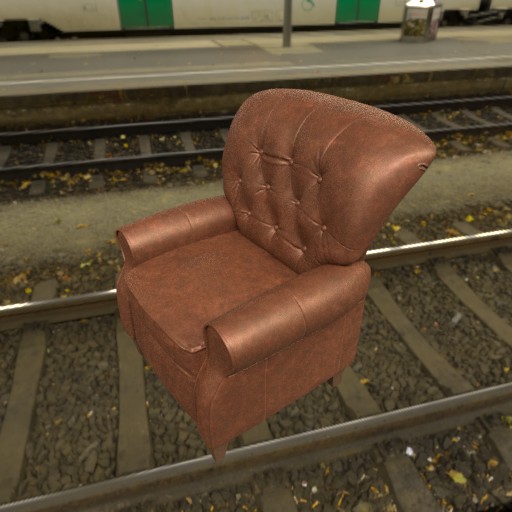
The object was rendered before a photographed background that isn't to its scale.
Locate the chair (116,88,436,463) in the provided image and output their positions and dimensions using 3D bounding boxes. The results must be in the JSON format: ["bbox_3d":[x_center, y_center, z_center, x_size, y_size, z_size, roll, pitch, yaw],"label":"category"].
[{"bbox_3d":[0.000,0.000,1.854,1.031,1.162,0.979,-22,38,-30],"label":"chair"}]
